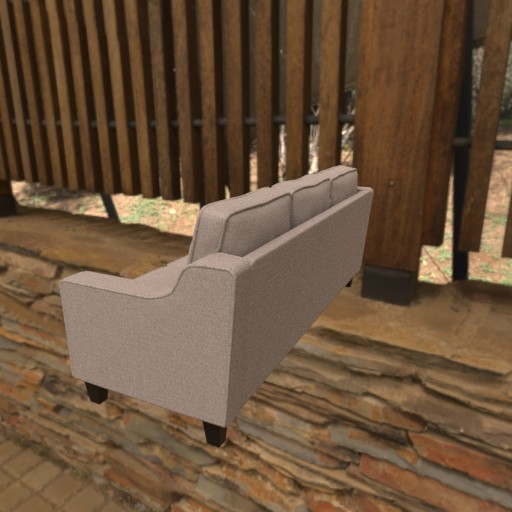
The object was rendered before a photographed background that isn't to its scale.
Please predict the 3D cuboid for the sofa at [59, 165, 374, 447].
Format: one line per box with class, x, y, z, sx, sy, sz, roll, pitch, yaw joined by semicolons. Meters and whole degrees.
sofa;0.000;0.000;2.644;0.899;0.950;2.129;8;19;25
